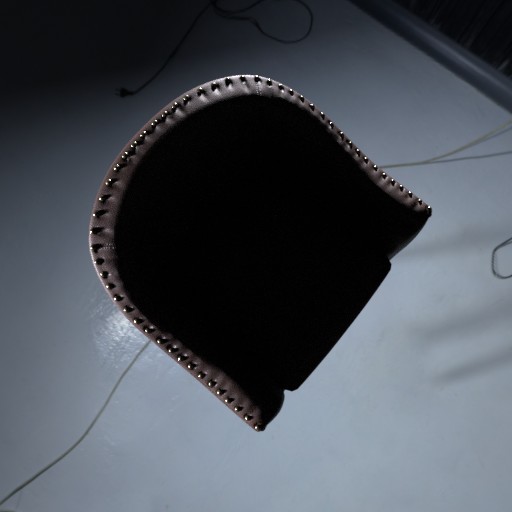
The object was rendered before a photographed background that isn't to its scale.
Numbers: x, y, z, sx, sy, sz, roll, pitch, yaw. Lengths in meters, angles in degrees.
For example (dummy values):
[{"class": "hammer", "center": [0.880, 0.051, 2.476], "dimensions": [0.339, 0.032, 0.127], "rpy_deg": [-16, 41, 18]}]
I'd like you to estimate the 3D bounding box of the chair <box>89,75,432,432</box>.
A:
[{"class": "chair", "center": [0.000, 0.000, 1.455], "dimensions": [0.748, 0.823, 0.794], "rpy_deg": [39, 79, 9]}]
